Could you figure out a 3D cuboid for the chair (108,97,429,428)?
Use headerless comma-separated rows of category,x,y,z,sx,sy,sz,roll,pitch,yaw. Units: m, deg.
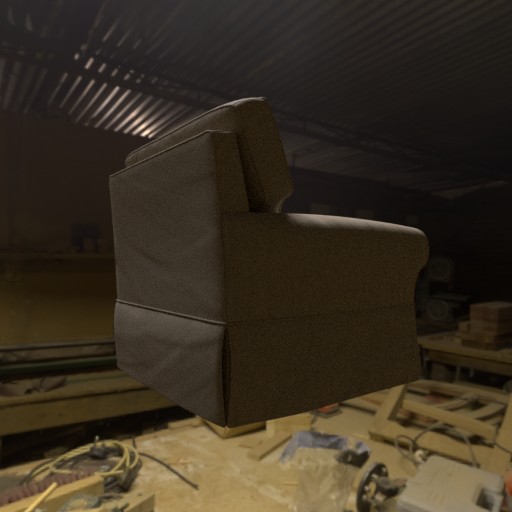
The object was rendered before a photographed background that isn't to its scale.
chair,0.000,0.000,1.918,0.988,1.017,1.135,0,-1,-36
